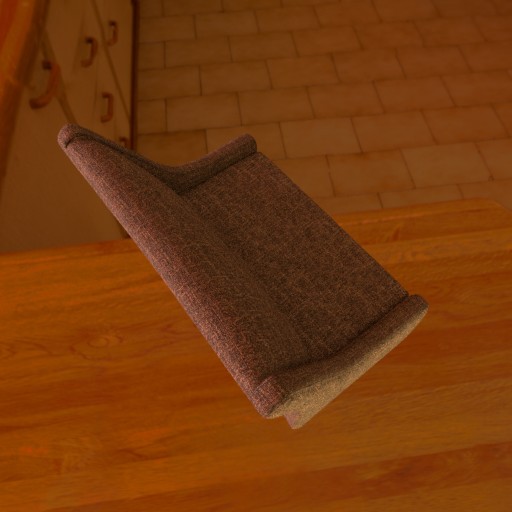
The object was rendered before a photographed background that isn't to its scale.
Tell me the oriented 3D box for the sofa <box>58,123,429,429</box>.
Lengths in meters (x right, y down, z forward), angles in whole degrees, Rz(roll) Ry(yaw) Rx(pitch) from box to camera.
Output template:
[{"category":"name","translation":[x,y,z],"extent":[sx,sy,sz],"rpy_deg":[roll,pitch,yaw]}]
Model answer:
[{"category":"sofa","translation":[0.000,0.000,1.872],"extent":[0.870,1.021,1.242],"rpy_deg":[-34,65,-18]}]
